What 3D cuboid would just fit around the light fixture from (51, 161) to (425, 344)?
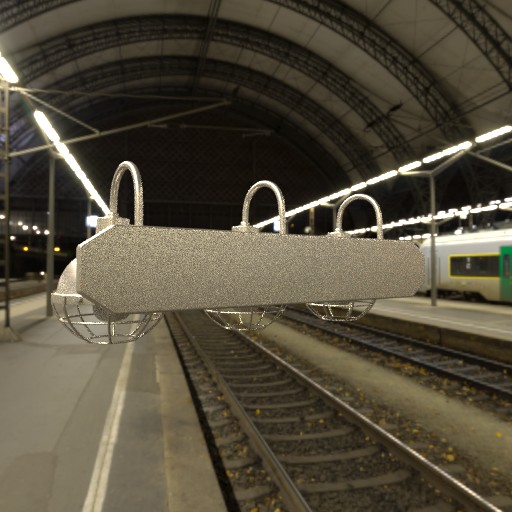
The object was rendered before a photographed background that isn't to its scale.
[{"bbox_3d":[0.000,0.000,0.764,0.634,0.254,0.229,1,-2,-35],"label":"light fixture"}]
